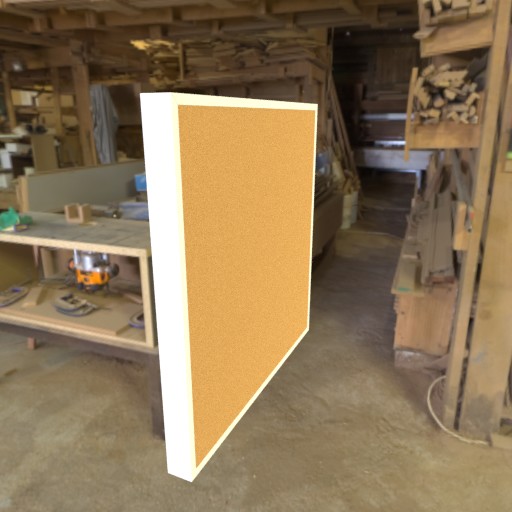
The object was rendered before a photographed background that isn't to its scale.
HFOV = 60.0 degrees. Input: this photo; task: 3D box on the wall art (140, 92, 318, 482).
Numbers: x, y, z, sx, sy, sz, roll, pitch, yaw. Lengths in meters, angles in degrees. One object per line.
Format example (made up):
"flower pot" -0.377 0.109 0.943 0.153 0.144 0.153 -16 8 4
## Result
"wall art" 0.000 0.000 0.768 0.040 0.509 0.509 8 19 24
